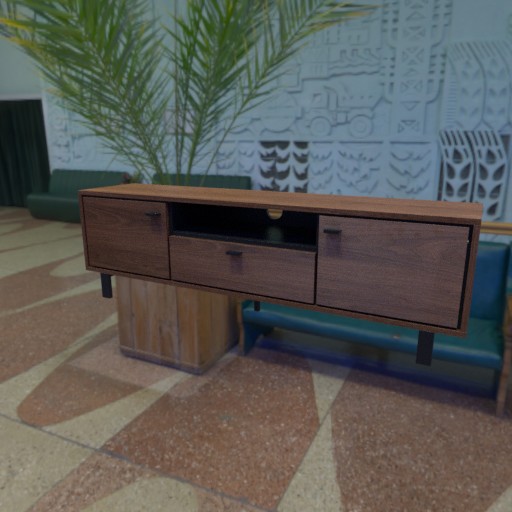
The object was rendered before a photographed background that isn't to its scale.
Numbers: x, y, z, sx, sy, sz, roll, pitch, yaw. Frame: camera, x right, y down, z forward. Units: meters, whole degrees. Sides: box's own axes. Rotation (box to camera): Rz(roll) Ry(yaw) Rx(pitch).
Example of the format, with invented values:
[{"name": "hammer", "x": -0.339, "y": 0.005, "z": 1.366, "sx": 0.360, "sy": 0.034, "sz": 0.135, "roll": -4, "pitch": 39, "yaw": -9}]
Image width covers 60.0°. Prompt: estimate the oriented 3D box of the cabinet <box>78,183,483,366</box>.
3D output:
[{"name": "cabinet", "x": 0.000, "y": 0.000, "z": 1.865, "sx": 1.650, "sy": 0.500, "sz": 0.400, "roll": 7, "pitch": 17, "yaw": 26}]
